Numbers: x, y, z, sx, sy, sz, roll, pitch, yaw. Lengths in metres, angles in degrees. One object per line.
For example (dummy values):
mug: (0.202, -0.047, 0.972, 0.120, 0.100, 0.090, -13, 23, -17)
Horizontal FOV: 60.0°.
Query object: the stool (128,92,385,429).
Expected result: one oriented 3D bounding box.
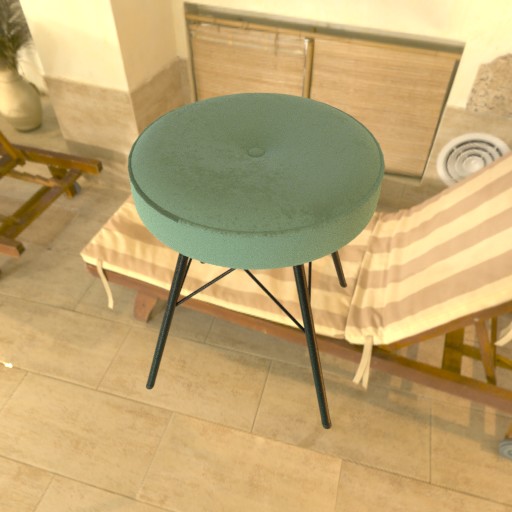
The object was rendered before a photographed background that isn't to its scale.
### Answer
stool: (0.000, 0.000, 0.885, 0.458, 0.519, 0.457, 16, 48, 15)
